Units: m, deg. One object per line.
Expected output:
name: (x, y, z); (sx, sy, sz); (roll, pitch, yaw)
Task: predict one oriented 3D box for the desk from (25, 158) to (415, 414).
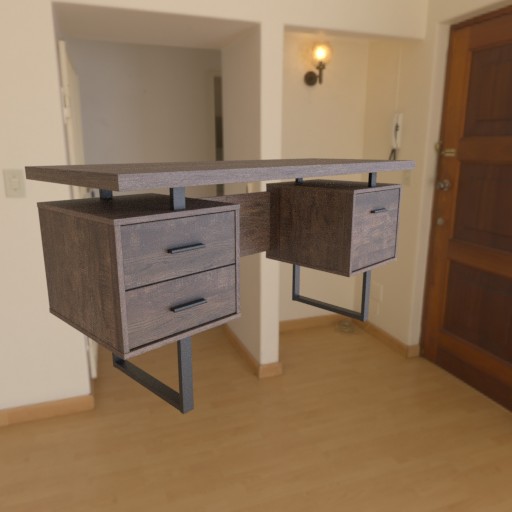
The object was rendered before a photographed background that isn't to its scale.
desk: (0.000, 0.000, 1.847); (0.600, 0.760, 1.524); (13, 19, 43)
